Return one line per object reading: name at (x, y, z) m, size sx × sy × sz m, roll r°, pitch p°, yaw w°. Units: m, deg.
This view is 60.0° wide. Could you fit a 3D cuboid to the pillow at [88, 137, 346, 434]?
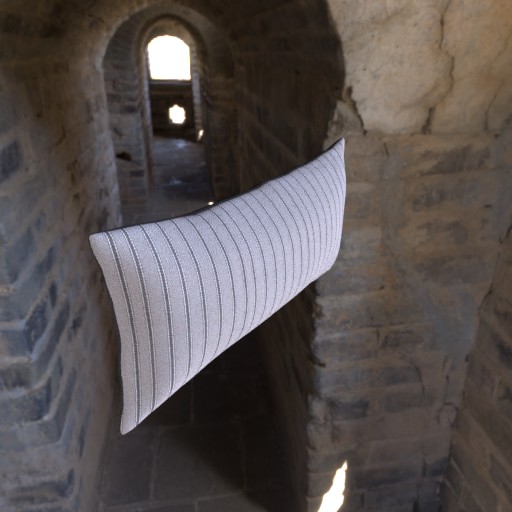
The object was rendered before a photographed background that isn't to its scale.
pillow at (0.000, 0.000, 0.750) m, size 0.151 × 0.305 × 0.609 m, roll 17°, pitch 30°, yaw 32°
